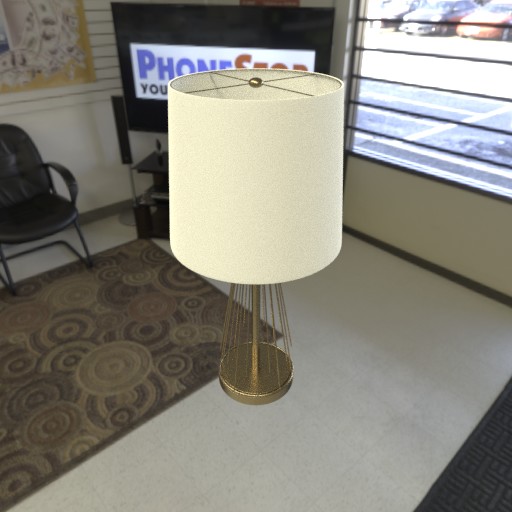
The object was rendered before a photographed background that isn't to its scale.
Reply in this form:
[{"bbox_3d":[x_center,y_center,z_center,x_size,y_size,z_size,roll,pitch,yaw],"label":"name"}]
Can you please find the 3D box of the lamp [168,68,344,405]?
[{"bbox_3d":[0.000,0.000,0.817,0.303,0.618,0.303,0,31,0],"label":"lamp"}]
